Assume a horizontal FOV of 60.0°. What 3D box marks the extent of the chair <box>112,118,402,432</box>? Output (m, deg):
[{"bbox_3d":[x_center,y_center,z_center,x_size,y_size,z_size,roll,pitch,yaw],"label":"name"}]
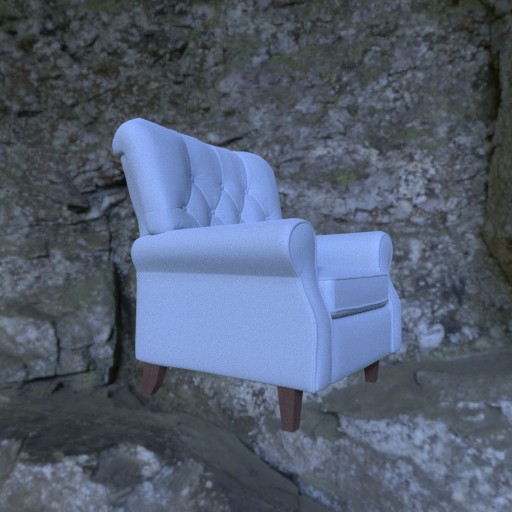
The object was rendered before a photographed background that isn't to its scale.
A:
[{"bbox_3d":[0.000,0.000,2.091,1.128,1.217,1.090,0,-1,35],"label":"chair"}]
